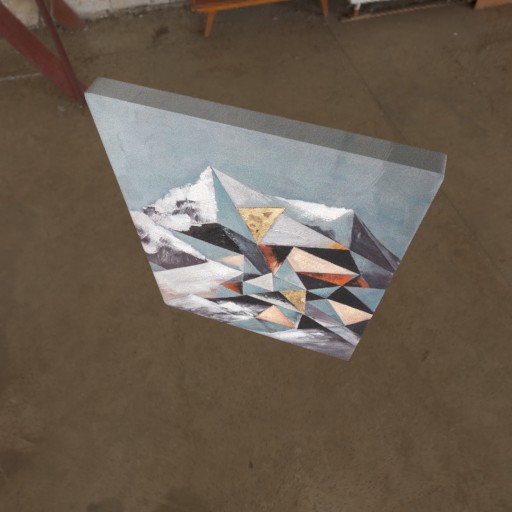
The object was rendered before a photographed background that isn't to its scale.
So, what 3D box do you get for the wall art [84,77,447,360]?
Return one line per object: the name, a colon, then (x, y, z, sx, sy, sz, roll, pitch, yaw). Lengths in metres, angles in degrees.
wall art: (0.000, 0.000, 0.796, 0.455, 0.613, 0.037, 16, 59, 10)
